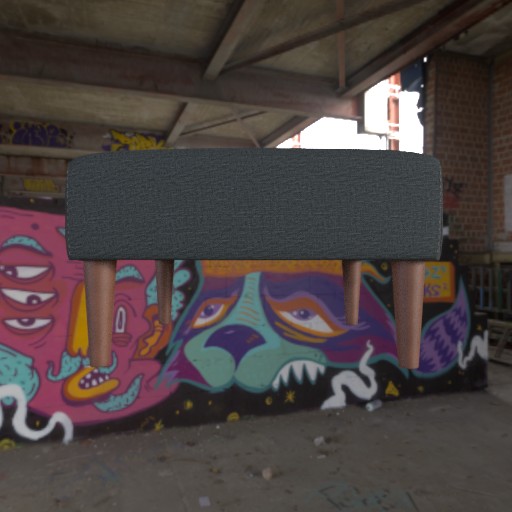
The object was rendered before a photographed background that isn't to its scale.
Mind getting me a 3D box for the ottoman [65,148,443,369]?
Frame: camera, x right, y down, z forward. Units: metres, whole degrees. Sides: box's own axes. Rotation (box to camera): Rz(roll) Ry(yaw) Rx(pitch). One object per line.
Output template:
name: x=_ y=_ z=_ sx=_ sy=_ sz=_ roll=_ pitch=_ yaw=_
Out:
ottoman: x=0.000 y=0.000 z=1.051 sx=0.650 sy=0.398 sz=0.649 roll=0 pitch=0 yaw=1
